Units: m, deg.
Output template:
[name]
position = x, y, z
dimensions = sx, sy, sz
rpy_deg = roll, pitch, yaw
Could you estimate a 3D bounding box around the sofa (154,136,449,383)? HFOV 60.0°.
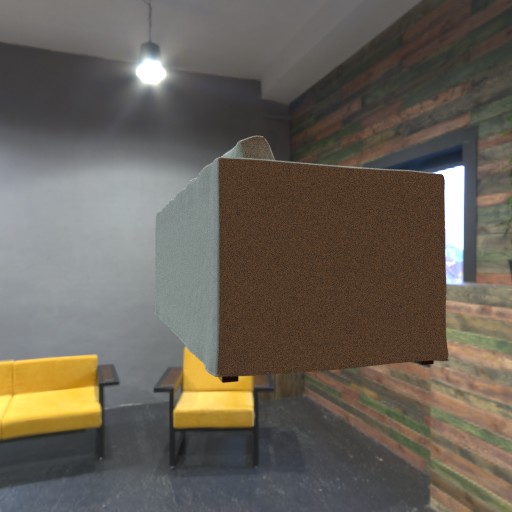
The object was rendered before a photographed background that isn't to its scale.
[sofa]
position = 0.000, 0.000, 2.492
dimensions = 0.940, 0.870, 1.987
rpy_deg = 0, -1, -19
